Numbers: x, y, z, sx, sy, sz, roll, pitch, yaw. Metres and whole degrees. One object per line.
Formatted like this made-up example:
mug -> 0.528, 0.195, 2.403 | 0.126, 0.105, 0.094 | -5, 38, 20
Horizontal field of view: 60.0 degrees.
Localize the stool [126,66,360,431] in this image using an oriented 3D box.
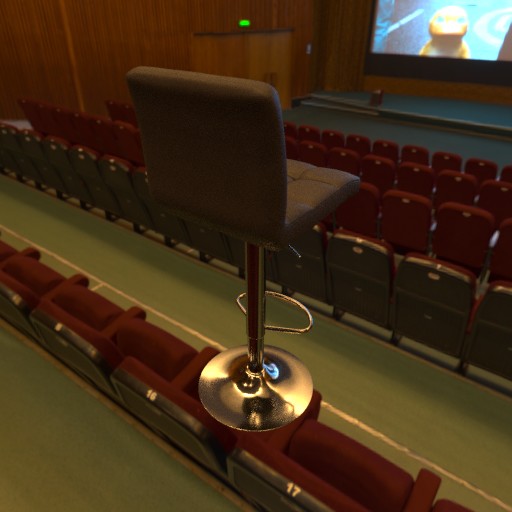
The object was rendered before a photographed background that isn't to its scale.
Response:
stool -> 0.000, 0.000, 1.371 | 0.430, 1.115, 0.505 | 21, 37, 31
